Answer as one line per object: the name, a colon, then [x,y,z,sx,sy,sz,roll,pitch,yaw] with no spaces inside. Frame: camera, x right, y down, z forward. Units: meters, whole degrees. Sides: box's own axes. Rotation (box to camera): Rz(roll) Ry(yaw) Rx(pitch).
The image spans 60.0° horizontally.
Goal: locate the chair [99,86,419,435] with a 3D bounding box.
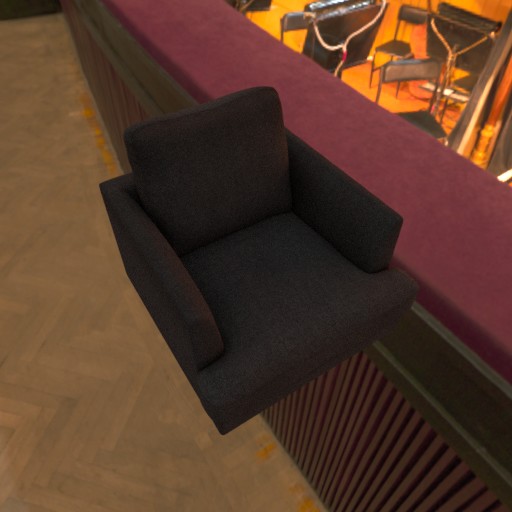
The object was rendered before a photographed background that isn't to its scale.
chair: [0.000,0.000,1.669,0.858,0.957,0.899,-25,51,-22]
